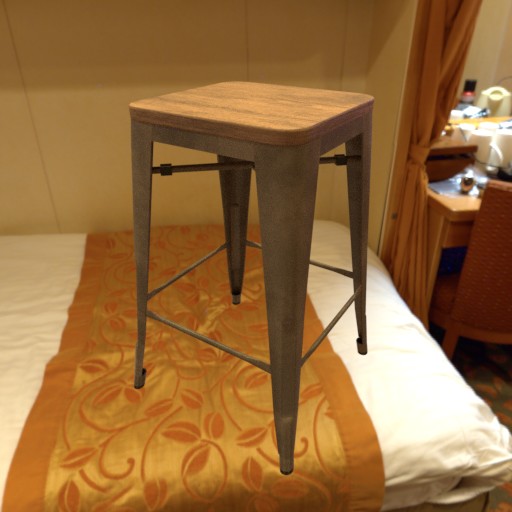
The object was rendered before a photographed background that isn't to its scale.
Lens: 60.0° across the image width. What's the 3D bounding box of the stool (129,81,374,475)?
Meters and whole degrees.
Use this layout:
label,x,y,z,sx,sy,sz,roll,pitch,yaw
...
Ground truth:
label,x,y,z,sx,sy,sz,roll,pitch,yaw
stool,0.000,0.000,0.900,0.407,0.607,0.407,18,34,28
